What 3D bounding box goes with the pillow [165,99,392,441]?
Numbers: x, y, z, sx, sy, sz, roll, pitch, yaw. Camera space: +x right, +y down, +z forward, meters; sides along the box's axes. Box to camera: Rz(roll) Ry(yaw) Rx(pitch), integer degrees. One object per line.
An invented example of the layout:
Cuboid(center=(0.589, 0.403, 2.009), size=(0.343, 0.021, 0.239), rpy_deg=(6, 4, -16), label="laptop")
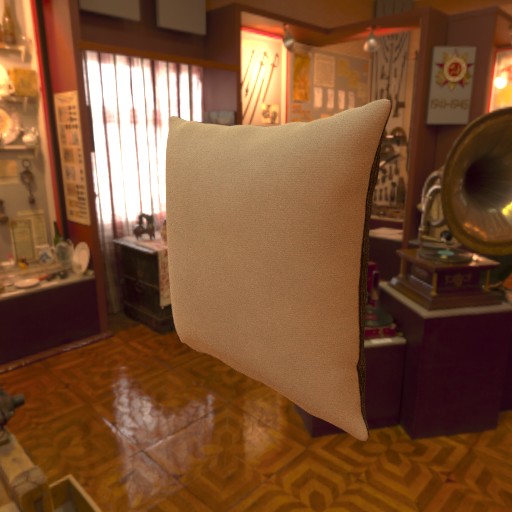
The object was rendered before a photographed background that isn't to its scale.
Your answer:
Cuboid(center=(0.000, 0.000, 0.687), size=(0.196, 0.434, 0.433), rpy_deg=(-13, 20, -42), label="pillow")
